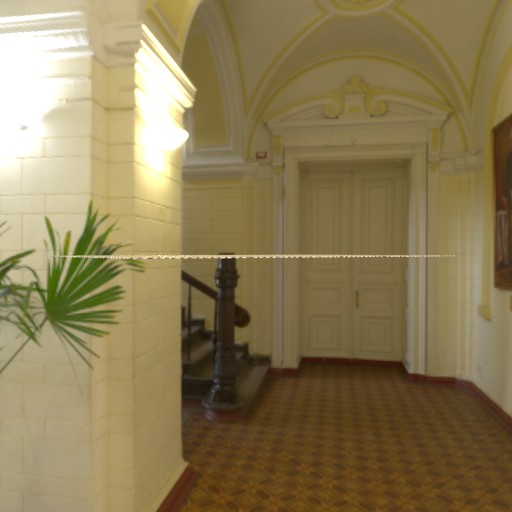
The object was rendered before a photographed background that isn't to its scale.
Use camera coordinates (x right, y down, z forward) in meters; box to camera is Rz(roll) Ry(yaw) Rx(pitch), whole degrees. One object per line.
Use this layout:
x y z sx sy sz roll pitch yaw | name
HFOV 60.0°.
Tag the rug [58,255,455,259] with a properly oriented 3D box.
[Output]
0.000 0.000 2.301 1.750 0.004 1.177 0 1 -35 | rug
